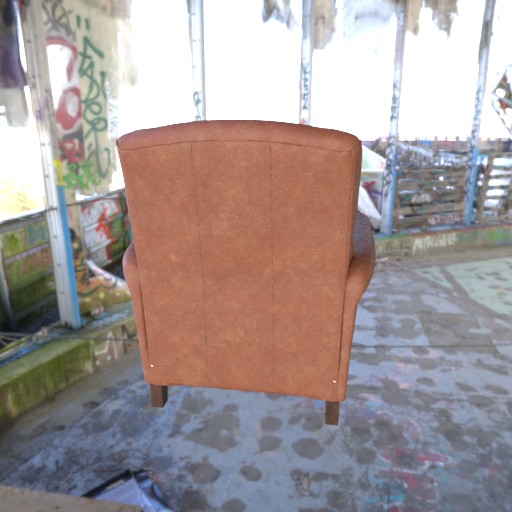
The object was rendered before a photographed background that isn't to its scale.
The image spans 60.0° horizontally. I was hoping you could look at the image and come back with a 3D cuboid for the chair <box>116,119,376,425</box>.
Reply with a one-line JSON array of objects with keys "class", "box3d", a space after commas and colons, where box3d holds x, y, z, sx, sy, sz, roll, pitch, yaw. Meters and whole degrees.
[{"class": "chair", "box3d": [0.000, 0.000, 1.831, 0.978, 1.061, 0.902, 3, 16, 9]}]
